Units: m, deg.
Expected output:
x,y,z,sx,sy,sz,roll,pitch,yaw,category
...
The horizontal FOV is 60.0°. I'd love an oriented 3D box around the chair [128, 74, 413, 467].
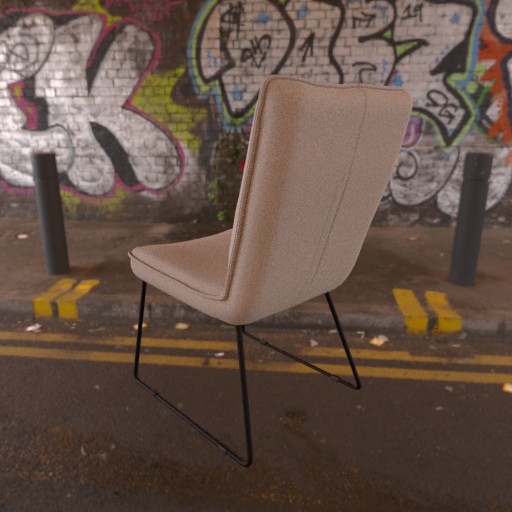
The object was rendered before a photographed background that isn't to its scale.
x,y,z,sx,sy,sz,roll,pitch,yaw,category
0.000,0.000,1.311,0.515,0.930,0.688,-15,23,-41,chair
